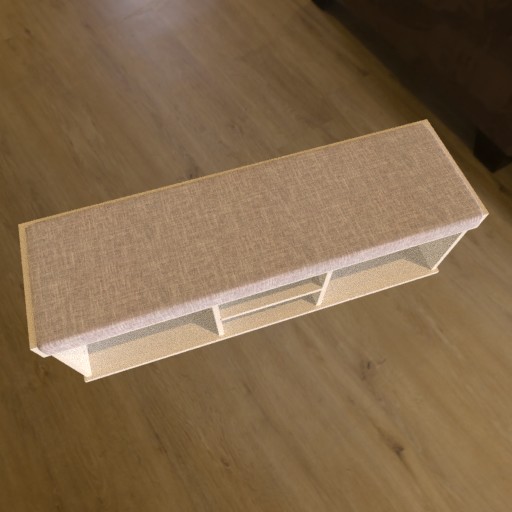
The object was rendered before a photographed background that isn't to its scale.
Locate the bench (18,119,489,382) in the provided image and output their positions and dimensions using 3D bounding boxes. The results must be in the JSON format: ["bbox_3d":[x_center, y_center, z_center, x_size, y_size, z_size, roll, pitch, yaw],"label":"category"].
[{"bbox_3d":[0.000,0.000,1.354,1.196,0.453,0.363,-16,64,-8],"label":"bench"}]
